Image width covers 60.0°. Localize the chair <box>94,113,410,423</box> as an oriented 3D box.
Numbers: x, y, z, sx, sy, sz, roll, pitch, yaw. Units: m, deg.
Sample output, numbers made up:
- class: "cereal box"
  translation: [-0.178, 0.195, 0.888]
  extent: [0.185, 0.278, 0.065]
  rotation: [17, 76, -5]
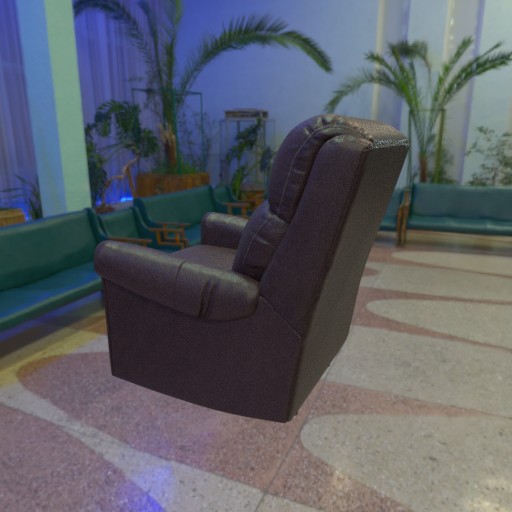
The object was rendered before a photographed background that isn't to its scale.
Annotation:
- class: "chair"
  translation: [0.000, 0.000, 1.775]
  extent: [1.014, 1.054, 0.838]
  rotation: [7, 17, 26]
